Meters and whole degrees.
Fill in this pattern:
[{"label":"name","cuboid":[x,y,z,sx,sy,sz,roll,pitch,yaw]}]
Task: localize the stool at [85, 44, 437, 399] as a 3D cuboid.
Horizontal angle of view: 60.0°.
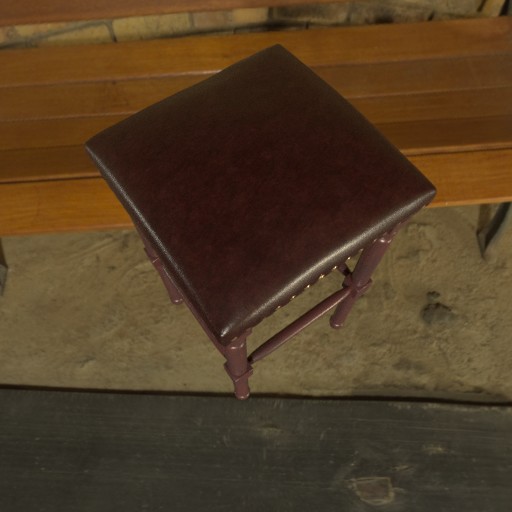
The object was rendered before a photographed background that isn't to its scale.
[{"label":"stool","cuboid":[0.000,0.000,0.923,0.382,0.702,0.383,-33,68,-15]}]
